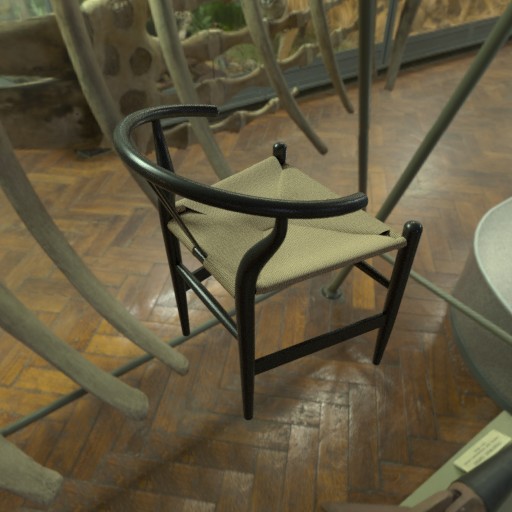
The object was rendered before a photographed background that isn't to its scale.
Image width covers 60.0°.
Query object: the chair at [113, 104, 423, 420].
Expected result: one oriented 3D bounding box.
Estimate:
[{"bbox_3d":[0.000,0.000,1.137,0.570,0.739,0.570,-24,45,-26],"label":"chair"}]
